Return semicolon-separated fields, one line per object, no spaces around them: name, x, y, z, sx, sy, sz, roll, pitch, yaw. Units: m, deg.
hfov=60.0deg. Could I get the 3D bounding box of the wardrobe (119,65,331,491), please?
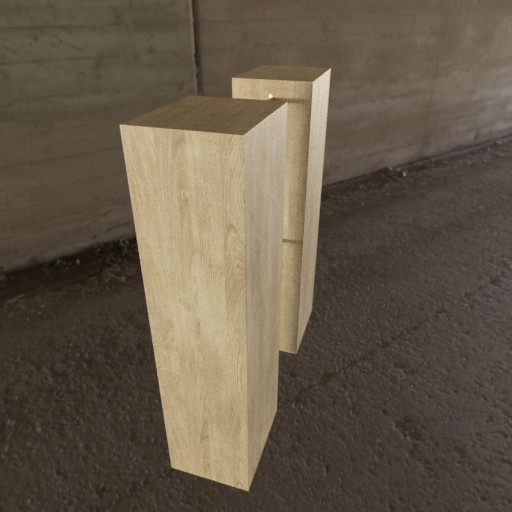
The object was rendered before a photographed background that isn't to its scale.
wardrobe;0.000;0.000;2.786;0.480;2.000;1.770;9;31;15
